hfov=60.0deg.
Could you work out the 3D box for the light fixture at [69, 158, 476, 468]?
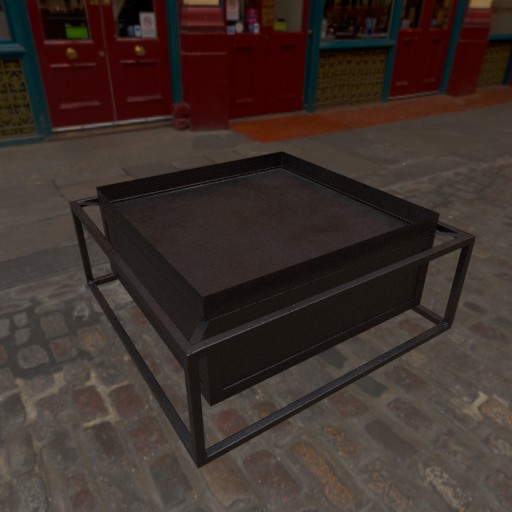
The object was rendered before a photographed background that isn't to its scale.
[{"bbox_3d":[0.000,0.000,0.701,0.441,0.191,0.441,-18,34,-29],"label":"light fixture"}]
